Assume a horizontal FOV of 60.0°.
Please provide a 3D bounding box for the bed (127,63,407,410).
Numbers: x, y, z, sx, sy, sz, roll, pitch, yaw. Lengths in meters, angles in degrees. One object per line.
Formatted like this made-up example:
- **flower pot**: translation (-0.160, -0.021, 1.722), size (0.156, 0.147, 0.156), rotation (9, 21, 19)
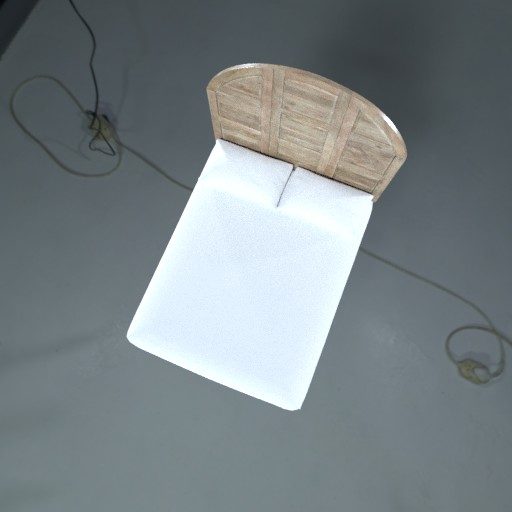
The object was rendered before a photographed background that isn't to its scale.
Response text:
- **bed**: translation (0.000, 0.000, 3.586), size (1.713, 2.002, 2.112), rotation (21, 77, 5)
